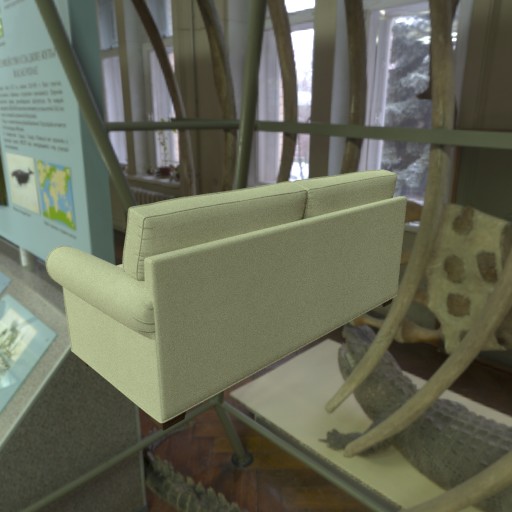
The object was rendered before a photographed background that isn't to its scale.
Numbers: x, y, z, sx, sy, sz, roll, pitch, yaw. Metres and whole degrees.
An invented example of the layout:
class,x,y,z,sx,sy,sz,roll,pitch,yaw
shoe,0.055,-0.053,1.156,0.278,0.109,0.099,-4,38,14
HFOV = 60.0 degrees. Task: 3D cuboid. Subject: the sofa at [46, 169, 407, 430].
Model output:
class,x,y,z,sx,sy,sz,roll,pitch,yaw
sofa,0.000,0.000,2.693,0.901,0.962,2.146,16,24,42
